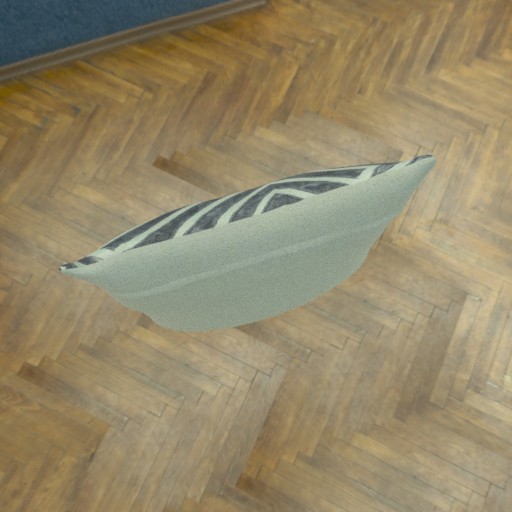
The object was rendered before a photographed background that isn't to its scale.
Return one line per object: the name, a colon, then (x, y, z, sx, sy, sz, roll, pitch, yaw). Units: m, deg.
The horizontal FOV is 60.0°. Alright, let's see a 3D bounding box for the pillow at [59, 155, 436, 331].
pillow: (0.000, 0.000, 0.688, 0.440, 0.441, 0.182, -17, 77, -4)
